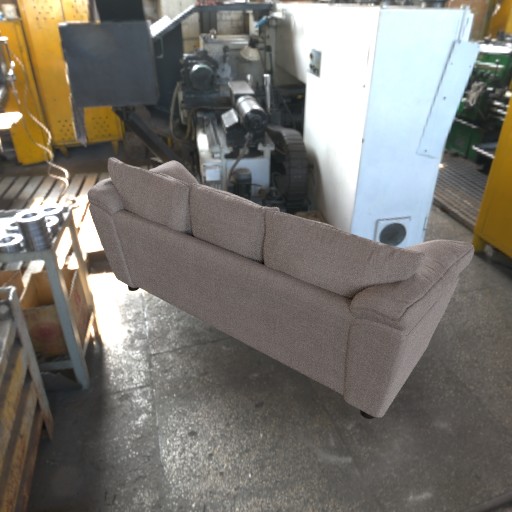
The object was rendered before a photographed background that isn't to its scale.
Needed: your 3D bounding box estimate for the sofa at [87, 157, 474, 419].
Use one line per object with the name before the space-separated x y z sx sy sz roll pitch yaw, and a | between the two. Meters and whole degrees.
sofa | 0.000 0.000 2.821 2.334 0.996 0.878 21 36 32
